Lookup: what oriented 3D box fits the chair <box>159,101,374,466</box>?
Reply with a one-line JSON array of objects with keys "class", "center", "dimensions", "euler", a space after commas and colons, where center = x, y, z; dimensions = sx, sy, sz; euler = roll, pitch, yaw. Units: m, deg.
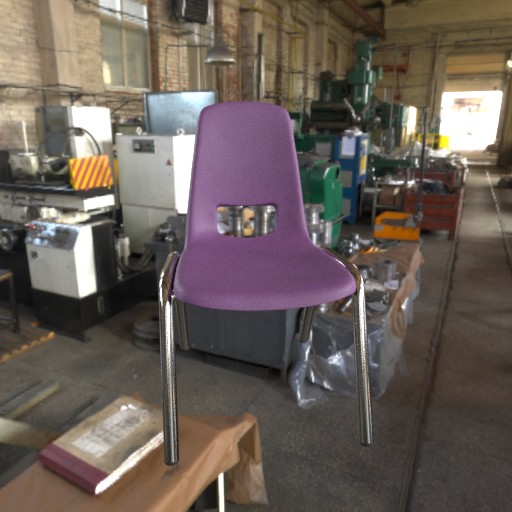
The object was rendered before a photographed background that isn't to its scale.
[{"class": "chair", "center": [0.000, 0.000, 0.855], "dimensions": [0.356, 0.584, 0.419], "euler": [-2, 16, -7]}]
